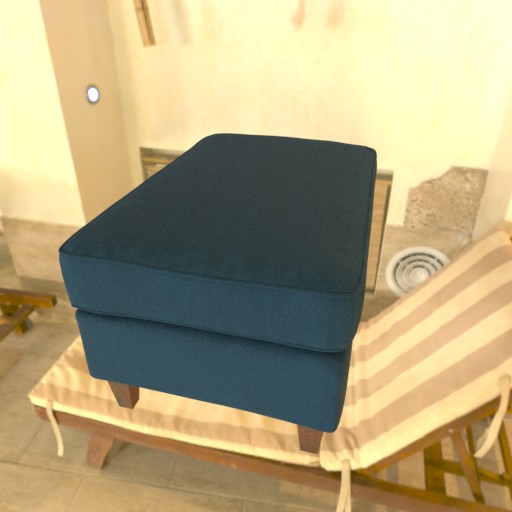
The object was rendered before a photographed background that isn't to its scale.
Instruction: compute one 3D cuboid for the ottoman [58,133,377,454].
[{"bbox_3d":[0.000,0.000,1.215,0.583,0.484,0.862,8,31,13],"label":"ottoman"}]
